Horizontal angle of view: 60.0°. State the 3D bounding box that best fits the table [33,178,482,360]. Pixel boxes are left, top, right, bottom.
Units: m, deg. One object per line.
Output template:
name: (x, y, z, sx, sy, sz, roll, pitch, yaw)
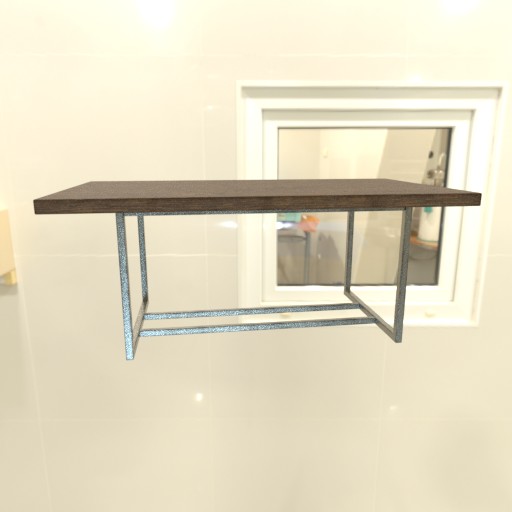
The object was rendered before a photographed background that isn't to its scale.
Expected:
table: (0.000, 0.000, 2.549, 1.989, 0.795, 1.078, -2, 14, -8)
